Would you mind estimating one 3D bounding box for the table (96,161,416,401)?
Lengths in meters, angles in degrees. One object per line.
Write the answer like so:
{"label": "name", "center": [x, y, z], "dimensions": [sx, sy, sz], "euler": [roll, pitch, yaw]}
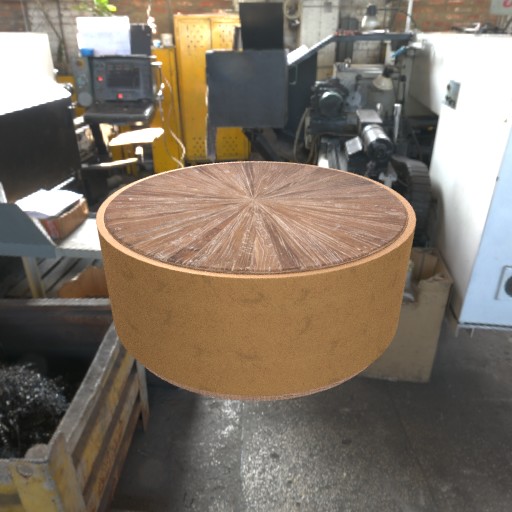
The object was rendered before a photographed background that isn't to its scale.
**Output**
{"label": "table", "center": [0.000, 0.000, 1.545], "dimensions": [1.001, 0.409, 1.001], "euler": [0, 27, 0]}
